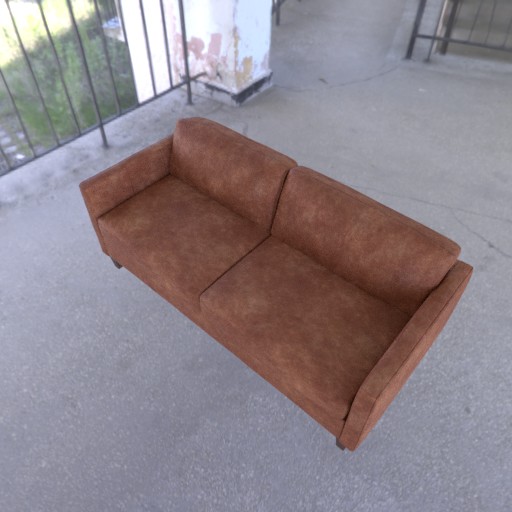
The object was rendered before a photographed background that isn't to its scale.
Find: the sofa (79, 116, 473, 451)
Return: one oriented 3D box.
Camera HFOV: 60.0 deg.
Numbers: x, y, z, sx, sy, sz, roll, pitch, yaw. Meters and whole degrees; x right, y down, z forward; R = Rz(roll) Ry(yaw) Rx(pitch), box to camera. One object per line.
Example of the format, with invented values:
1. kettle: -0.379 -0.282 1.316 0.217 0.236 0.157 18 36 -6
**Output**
1. sofa: 0.000 0.000 2.463 1.971 0.863 0.923 33 55 27
